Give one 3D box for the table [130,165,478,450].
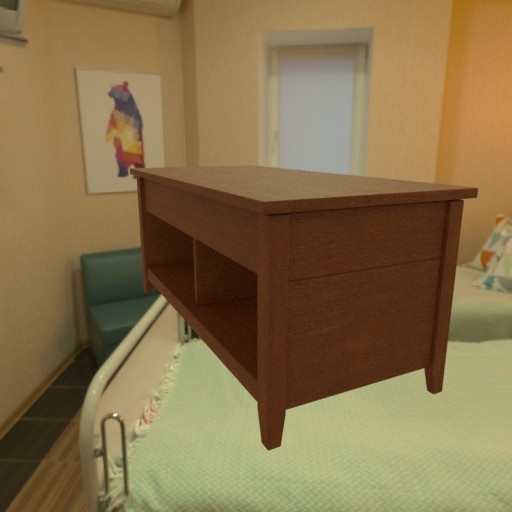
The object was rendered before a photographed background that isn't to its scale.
[{"bbox_3d":[0.000,0.000,1.273,0.483,0.457,1.016,-7,16,-26],"label":"table"}]
